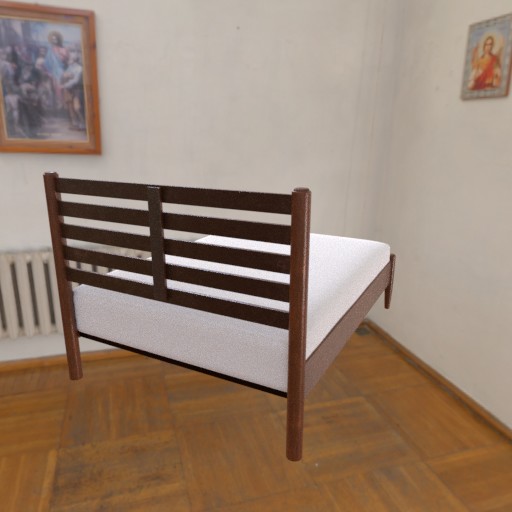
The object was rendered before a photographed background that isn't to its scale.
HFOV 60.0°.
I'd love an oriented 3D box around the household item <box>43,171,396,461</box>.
[{"bbox_3d":[0.000,0.000,3.333,1.663,1.356,2.232,8,18,27],"label":"household item"}]
